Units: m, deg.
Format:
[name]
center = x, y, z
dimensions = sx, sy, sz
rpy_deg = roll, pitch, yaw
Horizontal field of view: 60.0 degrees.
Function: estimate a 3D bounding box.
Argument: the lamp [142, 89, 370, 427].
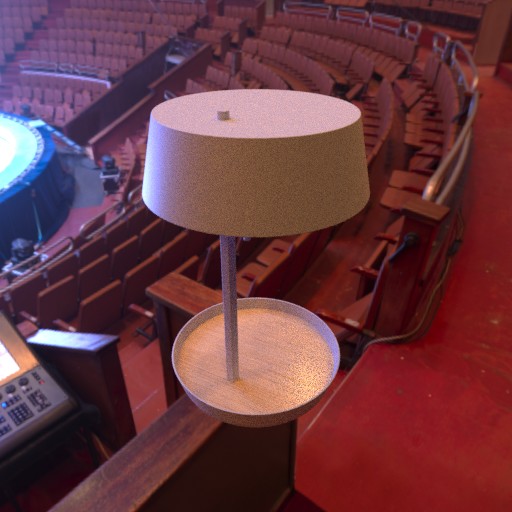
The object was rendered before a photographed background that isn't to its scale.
[lamp]
center = 0.000, 0.000, 0.635
dimensions = 0.291, 0.429, 0.291
rpy_deg = 0, 31, 0
